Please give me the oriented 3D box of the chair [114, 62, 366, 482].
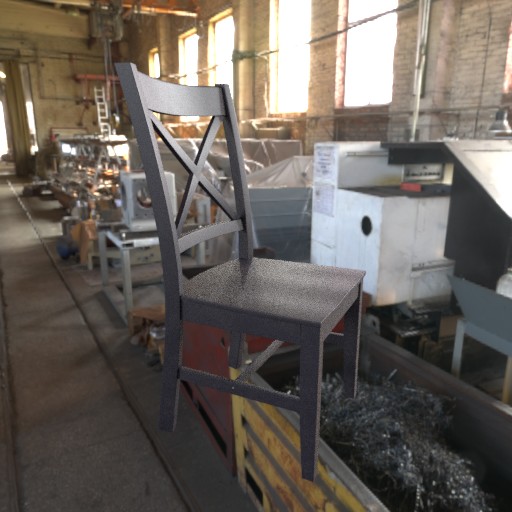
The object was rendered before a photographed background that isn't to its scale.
[{"bbox_3d":[0.000,0.000,1.256,0.542,0.983,0.485,7,16,25],"label":"chair"}]
